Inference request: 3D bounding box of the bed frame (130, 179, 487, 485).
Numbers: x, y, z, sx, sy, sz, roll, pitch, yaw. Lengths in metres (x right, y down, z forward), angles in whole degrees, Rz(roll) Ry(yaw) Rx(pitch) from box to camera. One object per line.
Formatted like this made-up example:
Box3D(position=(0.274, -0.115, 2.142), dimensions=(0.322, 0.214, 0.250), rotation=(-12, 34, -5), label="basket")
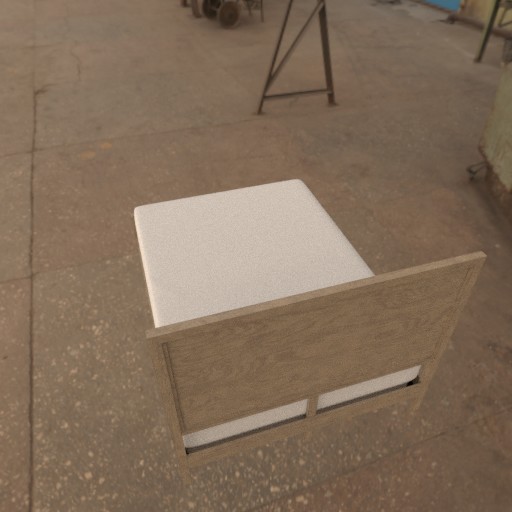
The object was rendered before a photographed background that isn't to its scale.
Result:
Box3D(position=(0.000, 0.000, 3.157), dimensions=(1.606, 1.369, 2.189), rotation=(-12, 42, -13), label="bed frame")
